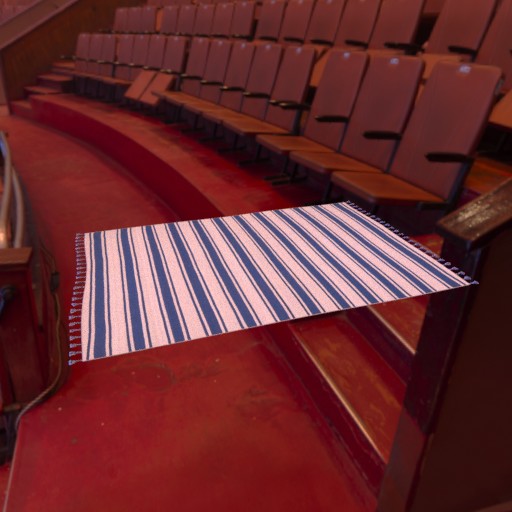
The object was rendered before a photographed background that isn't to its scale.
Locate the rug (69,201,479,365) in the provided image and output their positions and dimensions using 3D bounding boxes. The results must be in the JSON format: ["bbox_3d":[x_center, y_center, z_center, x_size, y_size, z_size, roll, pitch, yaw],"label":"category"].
[{"bbox_3d":[0.000,0.000,2.966,2.315,0.010,1.544,-9,28,-17],"label":"rug"}]
